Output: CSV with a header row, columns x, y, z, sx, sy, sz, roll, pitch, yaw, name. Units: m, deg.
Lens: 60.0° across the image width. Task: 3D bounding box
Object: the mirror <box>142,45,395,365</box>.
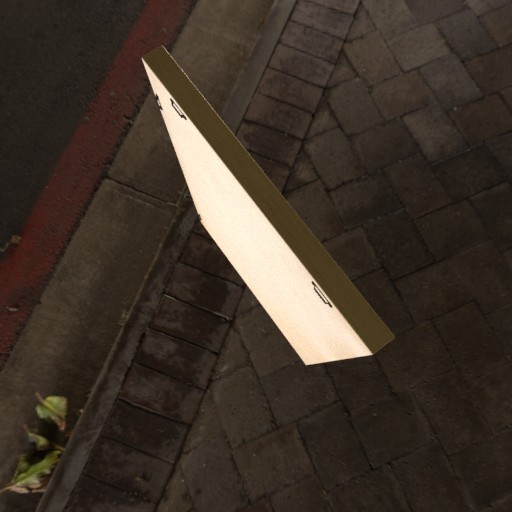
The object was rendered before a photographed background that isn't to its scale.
x,y,z,sx,sy,sz,roll,pitch,yaw,name
0.000,0.000,0.918,0.040,0.710,0.507,-35,78,-9,mirror
